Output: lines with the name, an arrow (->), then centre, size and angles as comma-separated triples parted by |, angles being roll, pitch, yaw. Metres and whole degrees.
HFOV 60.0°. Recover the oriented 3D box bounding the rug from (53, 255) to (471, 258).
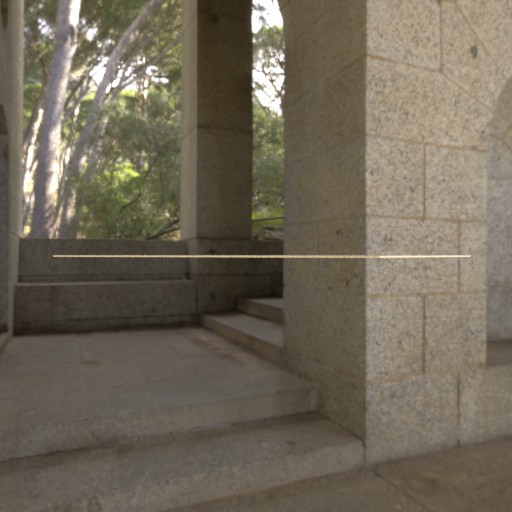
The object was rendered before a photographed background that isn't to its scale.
rug -> 0.000, 0.000, 2.327 | 1.828, 0.007, 1.220 | 0, 0, 37
